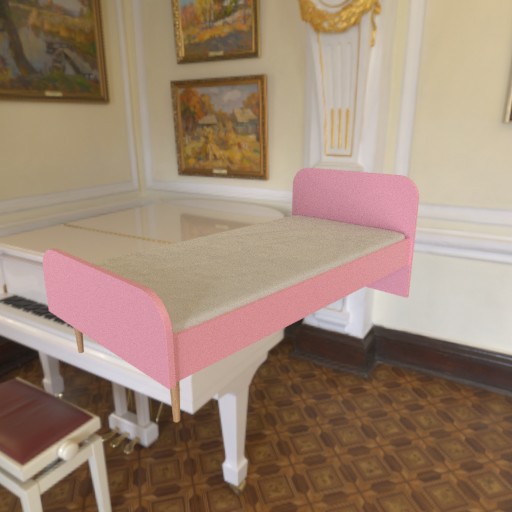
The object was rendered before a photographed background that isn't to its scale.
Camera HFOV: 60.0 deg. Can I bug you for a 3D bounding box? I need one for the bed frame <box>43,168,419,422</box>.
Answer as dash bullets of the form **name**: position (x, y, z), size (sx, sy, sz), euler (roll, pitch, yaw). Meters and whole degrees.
- **bed frame**: position (0.000, 0.000, 2.525), size (0.998, 0.805, 1.963), euler (15, 22, 41)
